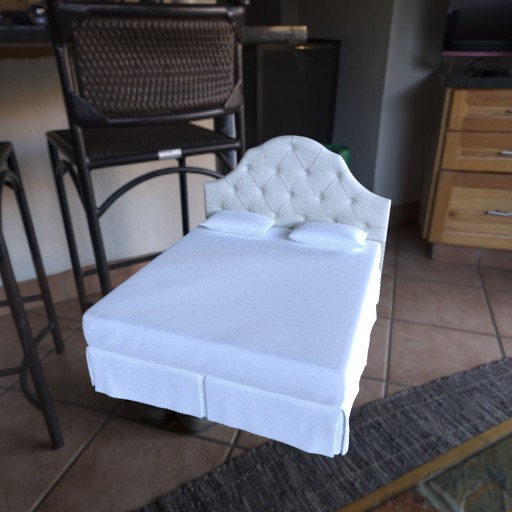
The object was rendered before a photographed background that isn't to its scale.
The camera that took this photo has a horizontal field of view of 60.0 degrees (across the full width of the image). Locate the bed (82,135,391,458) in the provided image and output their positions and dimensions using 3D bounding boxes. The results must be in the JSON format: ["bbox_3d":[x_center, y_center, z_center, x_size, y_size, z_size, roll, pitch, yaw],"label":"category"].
[{"bbox_3d":[0.000,0.000,3.702,2.008,1.615,2.214,9,26,18],"label":"bed"}]
